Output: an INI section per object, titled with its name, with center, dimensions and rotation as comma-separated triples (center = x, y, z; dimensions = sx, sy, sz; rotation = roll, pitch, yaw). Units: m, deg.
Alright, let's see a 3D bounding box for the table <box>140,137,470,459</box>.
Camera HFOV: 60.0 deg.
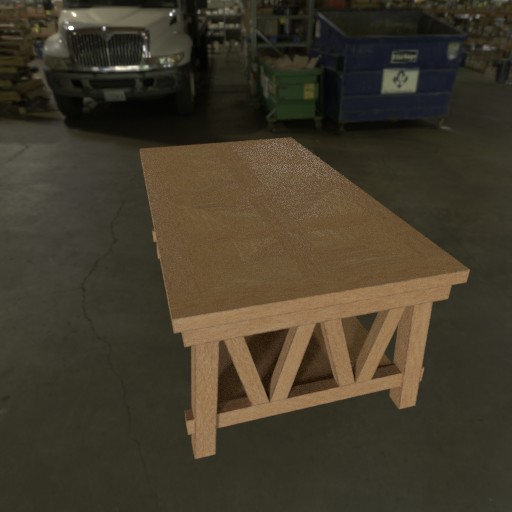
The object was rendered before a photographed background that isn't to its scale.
[table]
center = 0.000, 0.000, 1.638
dimensions = 0.711, 0.507, 1.270
rotation = -8, 31, -14
